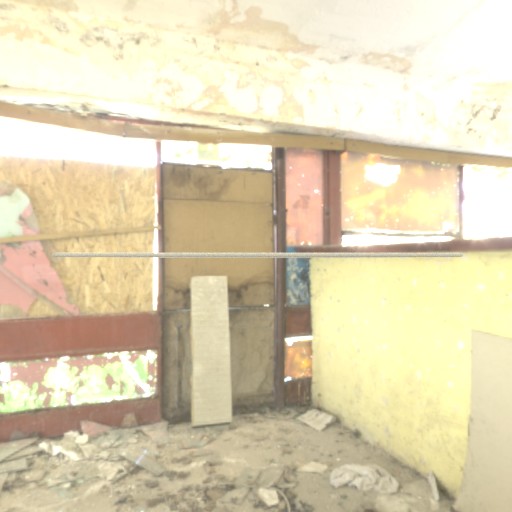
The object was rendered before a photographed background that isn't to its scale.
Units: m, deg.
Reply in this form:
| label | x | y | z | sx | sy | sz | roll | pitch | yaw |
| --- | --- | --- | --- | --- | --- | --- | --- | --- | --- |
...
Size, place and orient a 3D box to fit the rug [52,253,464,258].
| label | x | y | z | sx | sy | sz | roll | pitch | yaw |
| --- | --- | --- | --- | --- | --- | --- | --- | --- | --- |
| rug | 0.000 | 0.000 | 4.159 | 2.462 | 0.030 | 3.066 | 0 | 0 | -1 |
